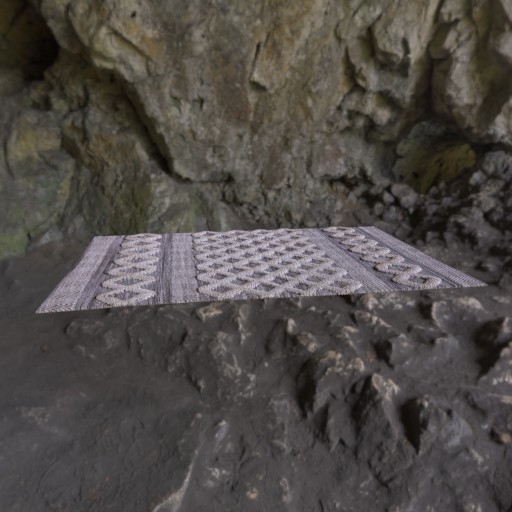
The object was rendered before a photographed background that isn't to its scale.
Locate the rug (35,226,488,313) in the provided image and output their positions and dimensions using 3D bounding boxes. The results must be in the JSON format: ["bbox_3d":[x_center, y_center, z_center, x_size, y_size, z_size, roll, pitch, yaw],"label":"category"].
[{"bbox_3d":[0.000,0.000,2.949,2.333,0.033,1.513,-3,16,-9],"label":"rug"}]
